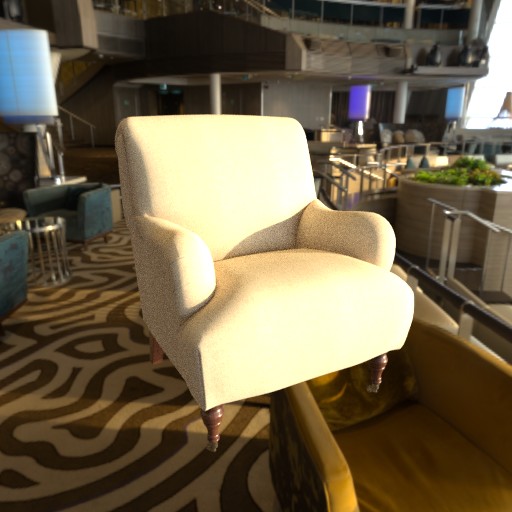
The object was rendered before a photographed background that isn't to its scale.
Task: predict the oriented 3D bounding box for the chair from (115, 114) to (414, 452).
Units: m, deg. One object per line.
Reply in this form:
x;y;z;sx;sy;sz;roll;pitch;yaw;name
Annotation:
0.000;0.000;1.544;0.766;0.944;0.842;-9;19;-27;chair
